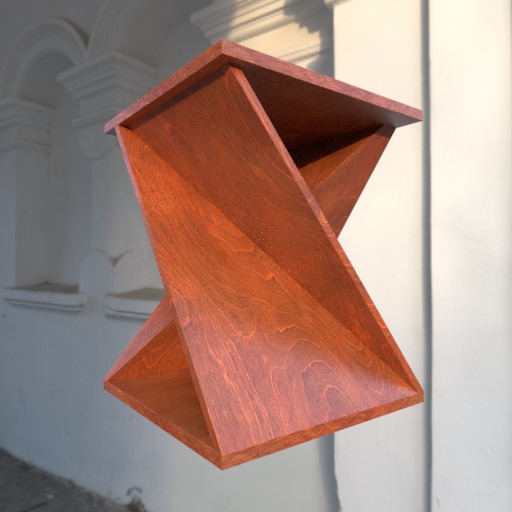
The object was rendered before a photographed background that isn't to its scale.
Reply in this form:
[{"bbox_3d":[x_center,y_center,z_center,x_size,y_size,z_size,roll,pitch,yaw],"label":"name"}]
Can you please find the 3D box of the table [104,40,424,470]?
[{"bbox_3d":[0.000,0.000,0.832,0.427,0.520,0.427,0,-1,-37],"label":"table"}]
